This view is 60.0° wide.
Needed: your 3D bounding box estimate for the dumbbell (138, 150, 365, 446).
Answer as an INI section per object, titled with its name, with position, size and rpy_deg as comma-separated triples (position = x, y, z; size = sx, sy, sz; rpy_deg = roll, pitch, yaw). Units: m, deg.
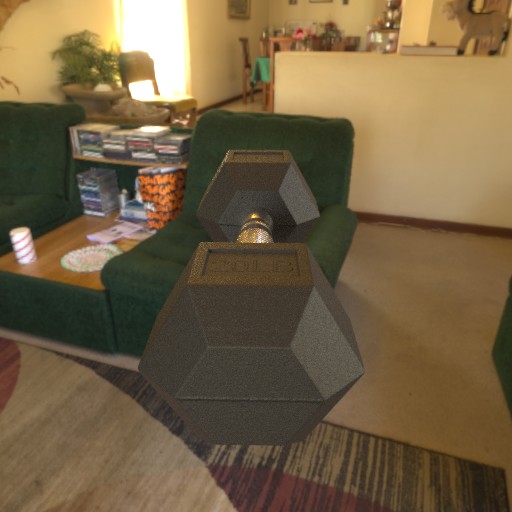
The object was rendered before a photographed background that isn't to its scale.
[dumbbell]
position = 0.000, 0.000, 0.340
size = 0.116, 0.101, 0.297
rpy_deg = 1, 27, 1
